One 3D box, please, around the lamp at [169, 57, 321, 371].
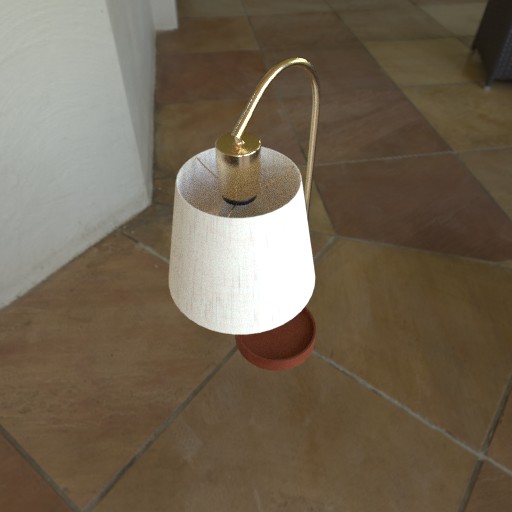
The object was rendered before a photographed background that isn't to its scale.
[{"bbox_3d":[0.000,0.000,0.650,0.211,0.536,0.273,31,53,27],"label":"lamp"}]
